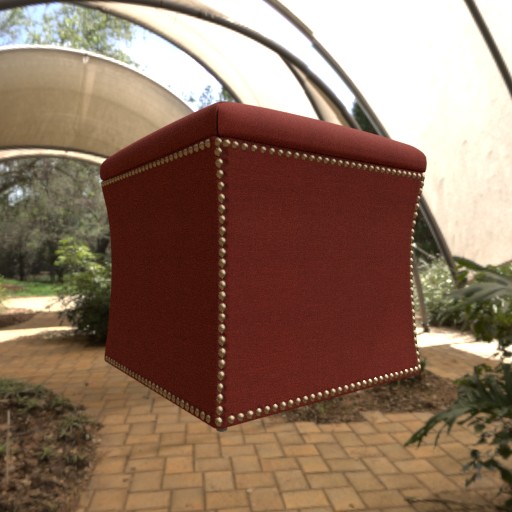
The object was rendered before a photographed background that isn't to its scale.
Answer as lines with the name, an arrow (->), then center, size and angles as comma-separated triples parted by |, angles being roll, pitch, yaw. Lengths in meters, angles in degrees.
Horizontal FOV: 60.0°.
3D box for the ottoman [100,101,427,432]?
ottoman -> 0.000, 0.000, 0.913 | 0.507, 0.475, 0.497 | 0, 1, -37
